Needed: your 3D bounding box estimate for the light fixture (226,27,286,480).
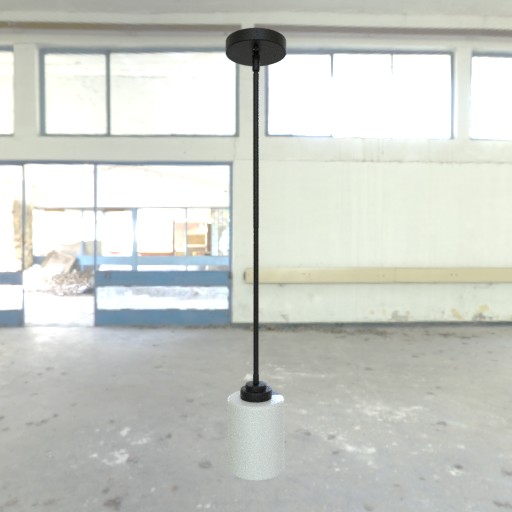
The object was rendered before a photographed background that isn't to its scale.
[{"bbox_3d":[0.000,0.000,0.904,0.123,0.863,0.123,0,1,0],"label":"light fixture"}]
